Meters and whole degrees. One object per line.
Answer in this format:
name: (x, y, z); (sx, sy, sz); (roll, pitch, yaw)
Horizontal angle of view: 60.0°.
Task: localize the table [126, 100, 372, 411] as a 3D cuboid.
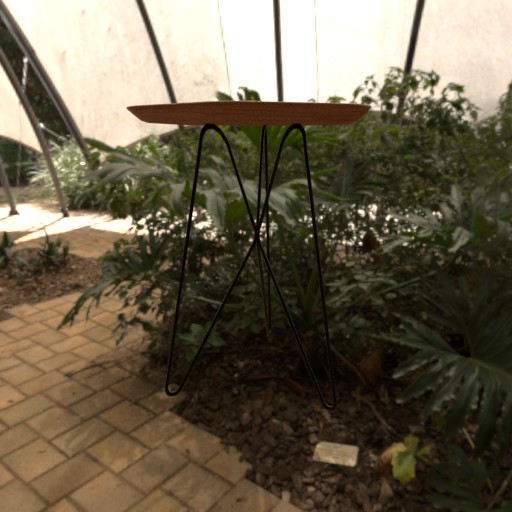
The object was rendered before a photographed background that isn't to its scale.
table: (0.000, 0.000, 0.897); (0.400, 0.562, 0.500); (2, 16, 9)
